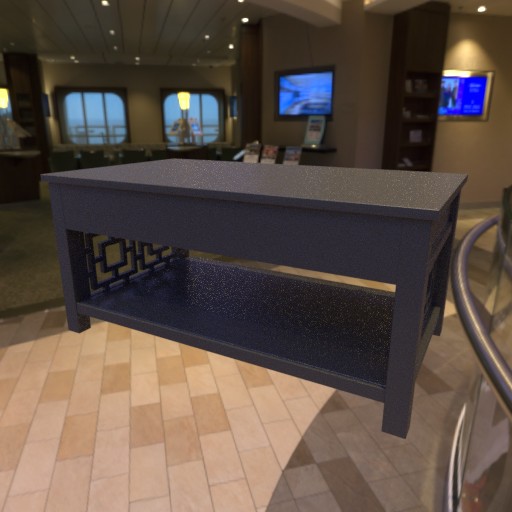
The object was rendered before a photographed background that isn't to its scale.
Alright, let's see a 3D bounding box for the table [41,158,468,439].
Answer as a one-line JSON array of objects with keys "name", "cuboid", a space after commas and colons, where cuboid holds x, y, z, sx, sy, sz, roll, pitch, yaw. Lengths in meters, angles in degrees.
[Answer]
[{"name": "table", "cuboid": [0.000, 0.000, 1.347, 1.068, 0.493, 0.612, 9, 19, 28]}]
